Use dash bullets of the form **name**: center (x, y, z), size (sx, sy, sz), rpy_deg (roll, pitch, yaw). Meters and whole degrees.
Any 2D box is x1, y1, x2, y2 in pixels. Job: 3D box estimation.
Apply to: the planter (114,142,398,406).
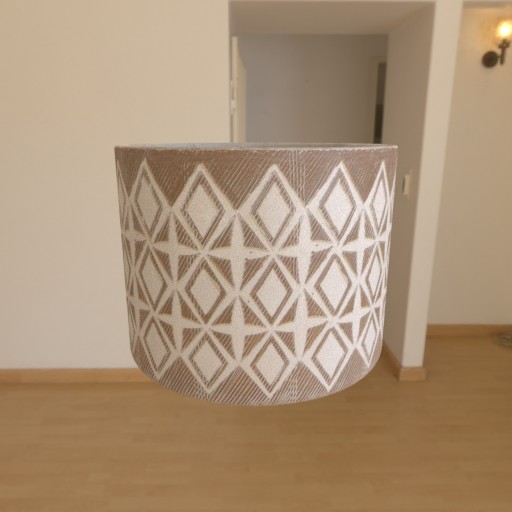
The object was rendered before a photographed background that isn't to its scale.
- **planter**: center (0.000, 0.000, 0.337), size (0.193, 0.165, 0.193), rpy_deg (0, 15, 0)
